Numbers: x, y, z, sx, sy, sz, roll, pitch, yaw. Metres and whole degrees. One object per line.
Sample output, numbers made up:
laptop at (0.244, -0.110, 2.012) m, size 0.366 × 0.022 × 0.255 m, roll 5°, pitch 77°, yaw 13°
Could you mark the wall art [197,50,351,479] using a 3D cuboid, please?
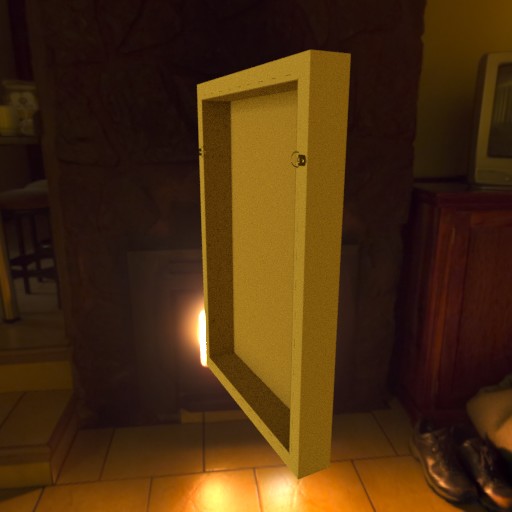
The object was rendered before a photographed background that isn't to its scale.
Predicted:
wall art at (0.000, 0.000, 0.494) m, size 0.039 × 0.381 × 0.252 m, roll -7°, pitch 17°, yaw -26°
